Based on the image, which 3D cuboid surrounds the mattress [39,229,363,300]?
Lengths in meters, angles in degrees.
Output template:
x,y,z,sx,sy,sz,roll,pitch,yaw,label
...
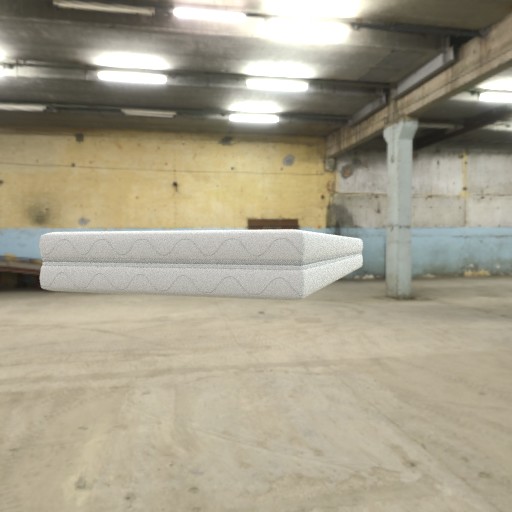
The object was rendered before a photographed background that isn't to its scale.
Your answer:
x,y,z,sx,sy,sz,roll,pitch,yaw,label
0.000,0.000,2.236,0.900,0.200,1.900,0,2,18,mattress
